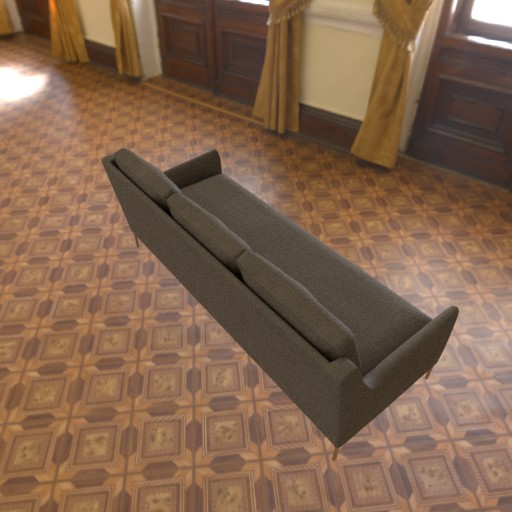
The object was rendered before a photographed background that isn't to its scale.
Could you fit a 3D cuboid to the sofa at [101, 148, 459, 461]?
[{"bbox_3d":[0.000,0.000,2.548,0.849,0.837,2.060,-27,48,-28],"label":"sofa"}]
